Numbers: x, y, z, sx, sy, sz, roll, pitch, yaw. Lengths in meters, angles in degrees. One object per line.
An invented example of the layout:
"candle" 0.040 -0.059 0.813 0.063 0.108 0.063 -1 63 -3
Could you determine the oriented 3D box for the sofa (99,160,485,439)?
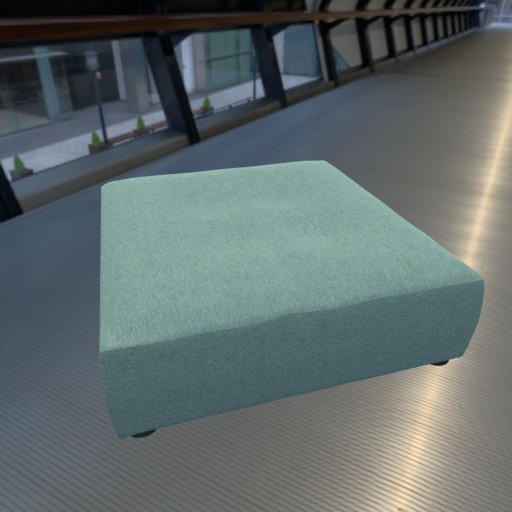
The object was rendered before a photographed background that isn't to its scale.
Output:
"sofa" 0.000 0.000 1.414 0.930 0.330 0.930 -9 32 -14
